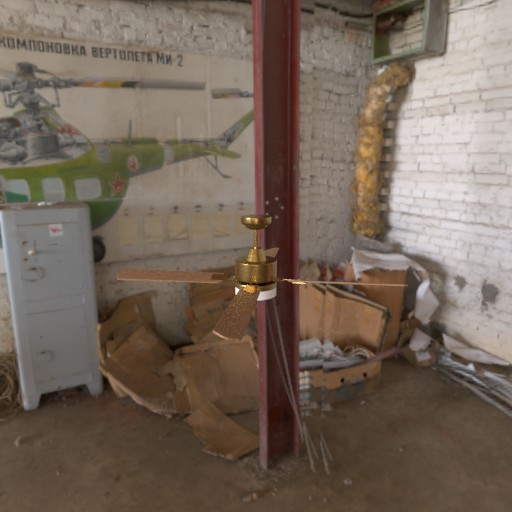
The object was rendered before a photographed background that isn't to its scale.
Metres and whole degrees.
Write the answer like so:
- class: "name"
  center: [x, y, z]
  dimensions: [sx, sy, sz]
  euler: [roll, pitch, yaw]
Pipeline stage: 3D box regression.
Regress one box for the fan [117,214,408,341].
- class: "fan"
  center: [0.000, 0.000, 1.973]
  dimensions: [1.320, 0.355, 1.320]
  euler: [2, 13, 8]
